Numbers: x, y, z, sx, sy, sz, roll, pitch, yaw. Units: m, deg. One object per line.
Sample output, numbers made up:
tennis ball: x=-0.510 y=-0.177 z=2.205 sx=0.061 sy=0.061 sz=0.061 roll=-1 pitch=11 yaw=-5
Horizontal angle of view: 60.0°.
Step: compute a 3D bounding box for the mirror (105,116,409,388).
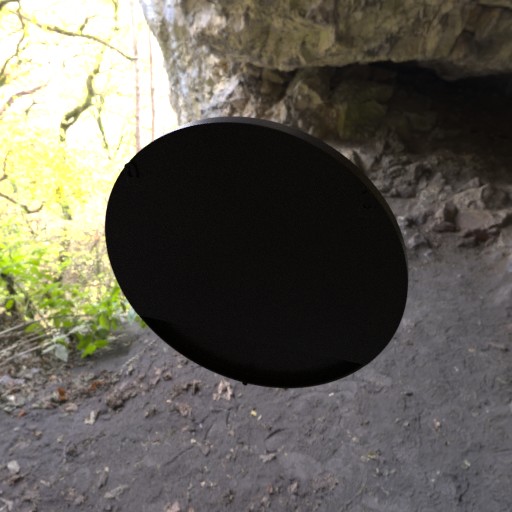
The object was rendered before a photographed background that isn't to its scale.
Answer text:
mirror: x=0.000 y=0.000 z=0.700 sx=0.457 sy=0.457 sz=0.133 roll=10 pitch=35 yaw=14
